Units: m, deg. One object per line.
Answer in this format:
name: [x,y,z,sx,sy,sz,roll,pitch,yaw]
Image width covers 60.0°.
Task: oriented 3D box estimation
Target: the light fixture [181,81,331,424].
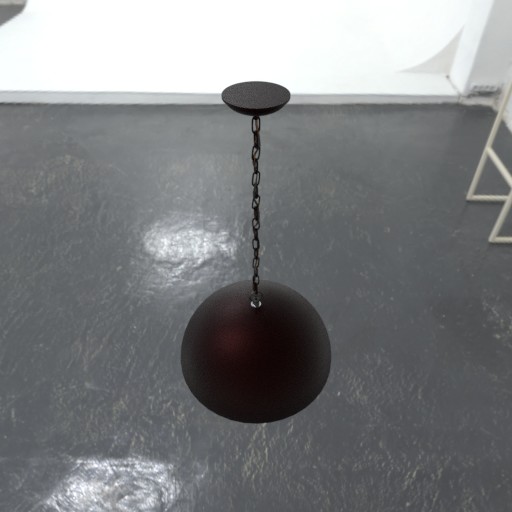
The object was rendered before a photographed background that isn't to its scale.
light fixture: [0.000,0.000,1.176,0.492,0.869,0.492,-13,43,-14]
